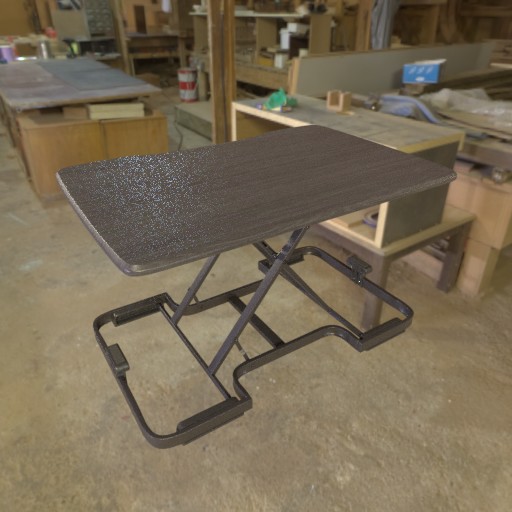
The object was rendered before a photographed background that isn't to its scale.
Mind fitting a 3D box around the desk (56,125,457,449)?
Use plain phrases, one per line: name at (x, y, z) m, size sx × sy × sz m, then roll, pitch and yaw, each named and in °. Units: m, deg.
desk at (0.000, 0.000, 1.163) m, size 0.820 × 0.470 × 0.546 m, roll -18°, pitch 35°, yaw -28°
